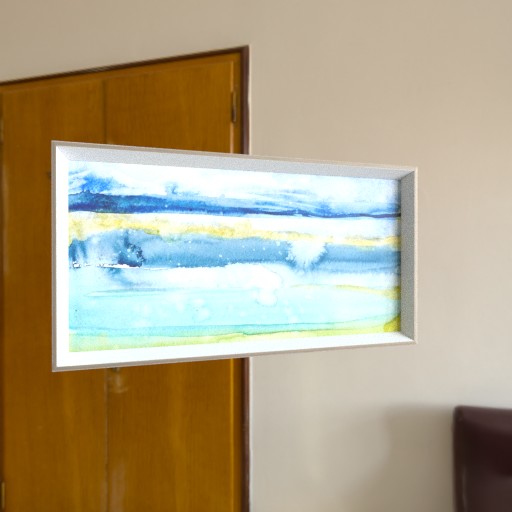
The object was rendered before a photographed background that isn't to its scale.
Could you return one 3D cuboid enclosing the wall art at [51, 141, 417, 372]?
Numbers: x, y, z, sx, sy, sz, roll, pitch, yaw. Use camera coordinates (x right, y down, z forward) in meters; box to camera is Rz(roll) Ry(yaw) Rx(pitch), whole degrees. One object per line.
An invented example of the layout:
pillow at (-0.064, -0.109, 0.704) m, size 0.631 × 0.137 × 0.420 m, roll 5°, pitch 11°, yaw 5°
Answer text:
wall art at (0.000, 0.000, 0.969) m, size 0.812 × 0.431 × 0.038 m, roll 0°, pitch 0°, yaw -18°
